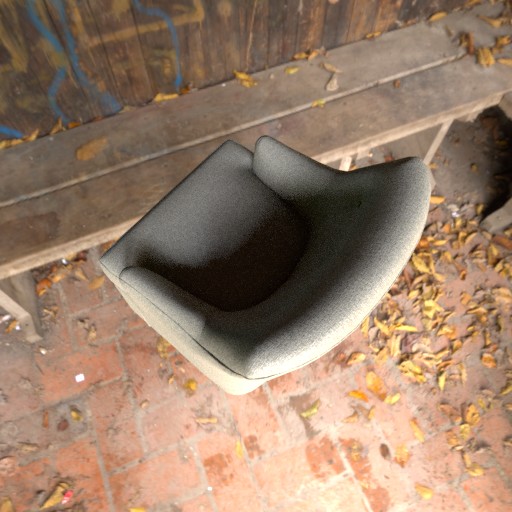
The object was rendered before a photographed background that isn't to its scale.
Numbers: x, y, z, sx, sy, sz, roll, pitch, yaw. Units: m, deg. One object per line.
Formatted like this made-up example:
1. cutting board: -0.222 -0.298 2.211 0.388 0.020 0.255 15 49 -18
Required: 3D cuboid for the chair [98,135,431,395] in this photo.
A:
1. chair: 0.000 0.000 1.634 0.923 0.856 0.864 35 67 17
